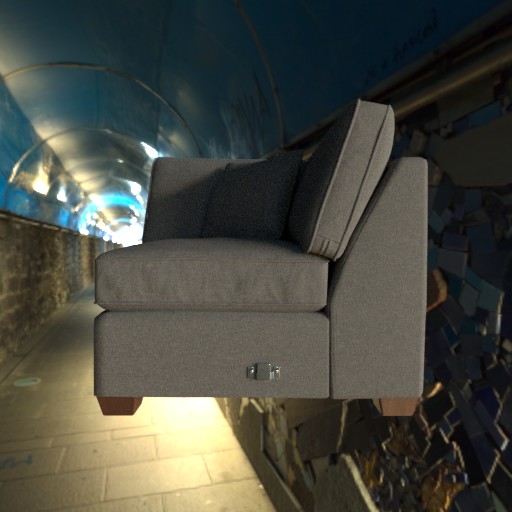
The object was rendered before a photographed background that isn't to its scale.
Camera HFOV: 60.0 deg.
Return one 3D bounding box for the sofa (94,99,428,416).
[{"bbox_3d":[0.000,0.000,1.915,1.084,1.002,1.146,0,2,0],"label":"sofa"}]
